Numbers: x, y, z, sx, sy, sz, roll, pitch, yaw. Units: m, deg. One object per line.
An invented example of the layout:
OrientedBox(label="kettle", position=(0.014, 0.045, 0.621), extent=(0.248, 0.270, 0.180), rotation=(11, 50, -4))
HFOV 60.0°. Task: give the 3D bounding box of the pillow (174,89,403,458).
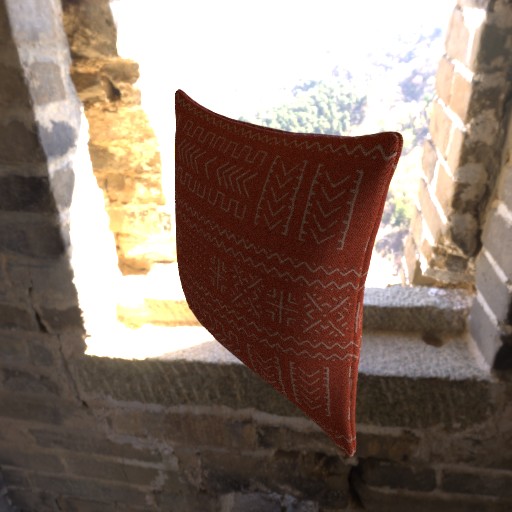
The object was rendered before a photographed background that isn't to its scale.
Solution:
OrientedBox(label="pillow", position=(0.000, 0.000, 0.650), extent=(0.164, 0.429, 0.438), rotation=(-19, 33, -32))
